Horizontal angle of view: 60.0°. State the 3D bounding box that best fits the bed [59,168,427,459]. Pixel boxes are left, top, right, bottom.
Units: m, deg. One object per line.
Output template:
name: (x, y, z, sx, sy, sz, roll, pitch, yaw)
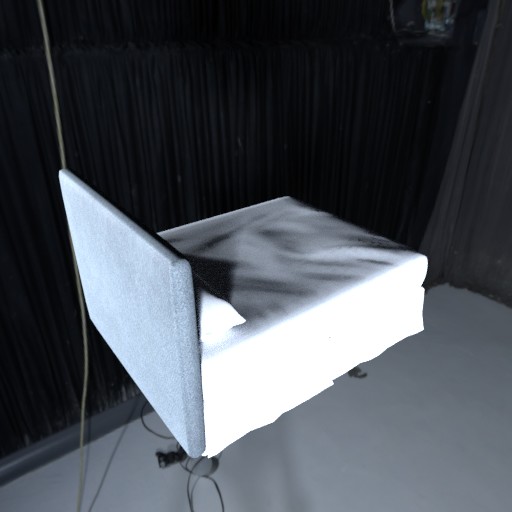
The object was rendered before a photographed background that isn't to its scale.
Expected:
bed: (0.000, 0.000, 3.278, 2.142, 1.330, 1.713, -20, 34, -32)
